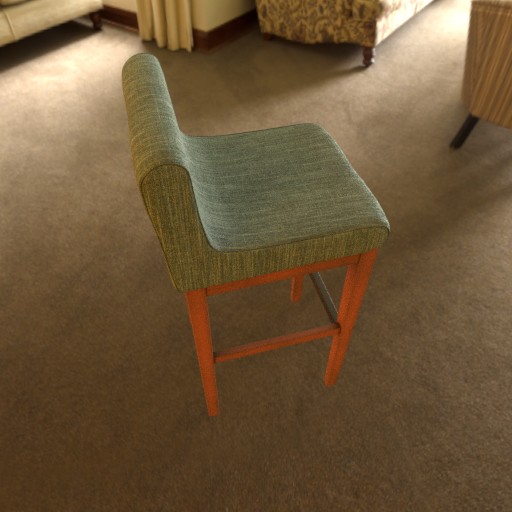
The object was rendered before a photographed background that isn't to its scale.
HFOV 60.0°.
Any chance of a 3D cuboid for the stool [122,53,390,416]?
[{"bbox_3d":[0.000,0.000,1.191,0.499,0.965,0.426,-11,48,-10],"label":"stool"}]
